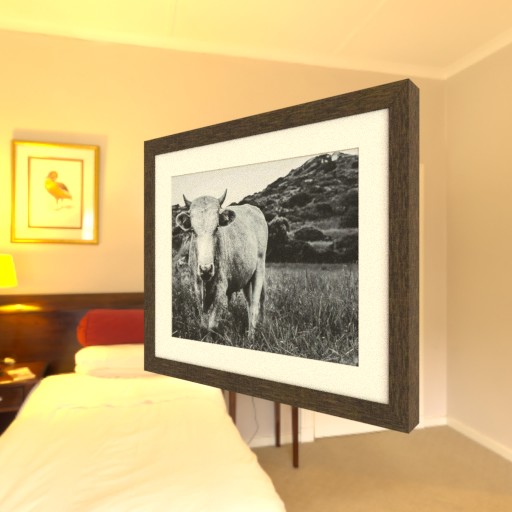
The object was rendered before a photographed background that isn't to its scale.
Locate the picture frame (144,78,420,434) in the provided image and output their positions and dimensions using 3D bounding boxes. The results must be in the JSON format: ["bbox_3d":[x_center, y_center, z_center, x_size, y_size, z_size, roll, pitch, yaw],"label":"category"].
[{"bbox_3d":[0.000,0.000,0.538,0.378,0.330,0.033,0,0,37],"label":"picture frame"}]
